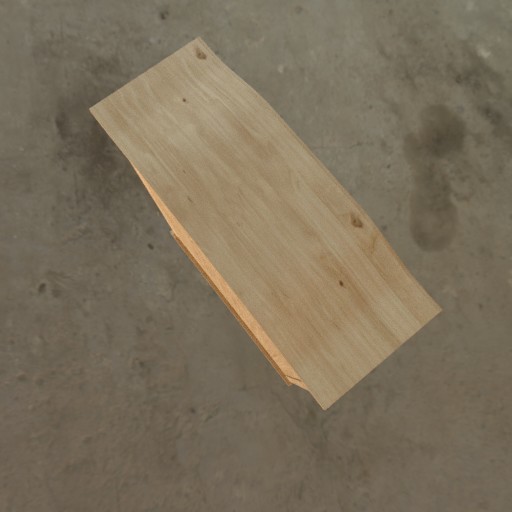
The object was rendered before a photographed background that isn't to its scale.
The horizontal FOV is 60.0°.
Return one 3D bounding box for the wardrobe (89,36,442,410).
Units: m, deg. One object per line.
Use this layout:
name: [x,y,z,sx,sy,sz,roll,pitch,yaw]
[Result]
wardrobe: [0.000,0.000,2.563,0.570,1.870,1.500,-37,79,-8]
